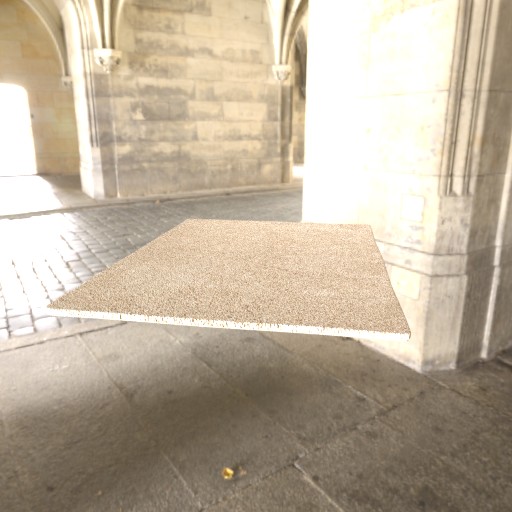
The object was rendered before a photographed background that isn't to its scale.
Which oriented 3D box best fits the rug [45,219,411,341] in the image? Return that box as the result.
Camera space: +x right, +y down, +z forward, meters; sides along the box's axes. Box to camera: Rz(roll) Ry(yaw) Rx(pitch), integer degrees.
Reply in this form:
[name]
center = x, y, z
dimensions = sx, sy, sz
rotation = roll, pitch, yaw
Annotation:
[rug]
center = 0.000, 0.000, 2.155
dimensions = 1.199, 0.025, 1.600
rotation = 3, 16, 9
